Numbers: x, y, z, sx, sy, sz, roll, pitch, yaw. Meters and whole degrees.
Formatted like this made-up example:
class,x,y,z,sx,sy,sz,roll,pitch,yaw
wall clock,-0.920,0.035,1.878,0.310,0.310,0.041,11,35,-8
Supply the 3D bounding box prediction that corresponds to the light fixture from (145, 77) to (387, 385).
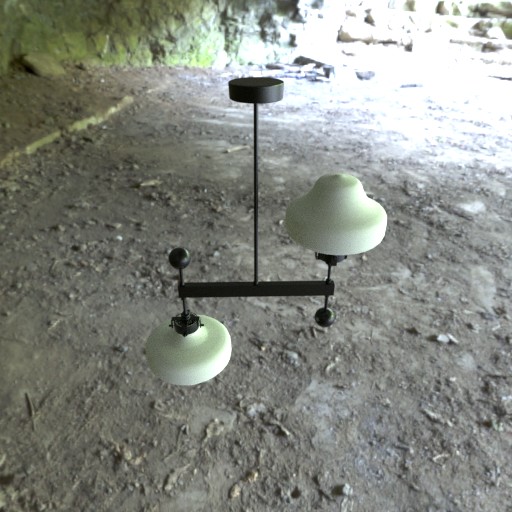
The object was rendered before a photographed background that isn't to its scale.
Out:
class,x,y,z,sx,sy,sz,roll,pitch,yaw
light fixture,0.000,0.000,1.001,0.489,0.743,0.422,-22,37,-33
